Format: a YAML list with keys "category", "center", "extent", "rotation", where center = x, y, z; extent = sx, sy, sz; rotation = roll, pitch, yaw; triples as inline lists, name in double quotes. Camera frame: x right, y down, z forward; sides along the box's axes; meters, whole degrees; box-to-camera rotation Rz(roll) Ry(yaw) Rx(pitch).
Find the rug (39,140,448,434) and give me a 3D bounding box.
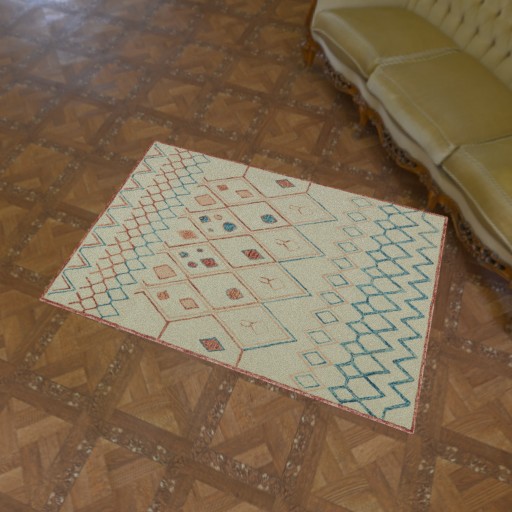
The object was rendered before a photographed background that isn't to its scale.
- category: "rug"
  center: [0.000, 0.000, 2.323]
  extent: [1.829, 0.016, 1.219]
  rotation: [17, 58, 11]
